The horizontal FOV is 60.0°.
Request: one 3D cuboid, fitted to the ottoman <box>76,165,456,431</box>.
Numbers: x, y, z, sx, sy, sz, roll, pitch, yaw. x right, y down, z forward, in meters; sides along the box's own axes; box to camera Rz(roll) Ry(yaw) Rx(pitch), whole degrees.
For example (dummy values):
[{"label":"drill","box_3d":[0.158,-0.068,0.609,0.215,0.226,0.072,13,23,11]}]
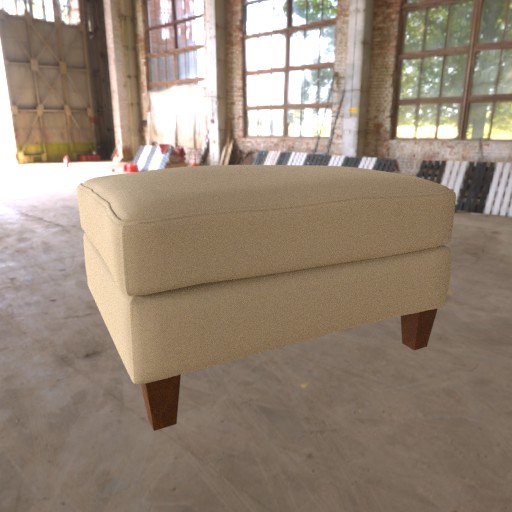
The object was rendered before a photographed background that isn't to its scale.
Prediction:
[{"label":"ottoman","box_3d":[0.000,0.000,1.194,0.818,0.485,0.634,-8,18,-26]}]
